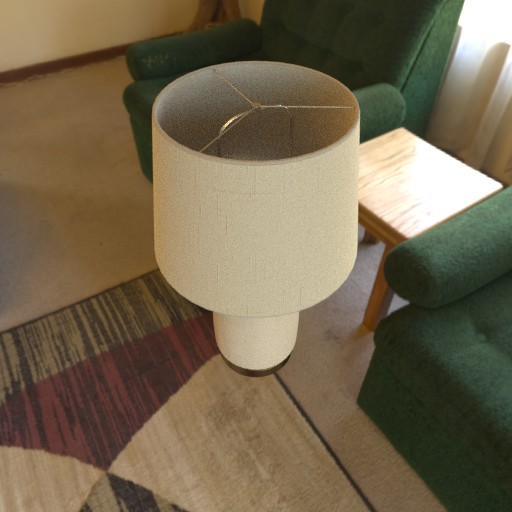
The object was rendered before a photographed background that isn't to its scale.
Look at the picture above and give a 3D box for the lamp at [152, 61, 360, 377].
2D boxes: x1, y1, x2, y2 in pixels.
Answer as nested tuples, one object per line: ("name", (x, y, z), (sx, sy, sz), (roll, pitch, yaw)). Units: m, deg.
("lamp", (0.000, 0.000, 0.661), (0.285, 0.483, 0.285), (0, 46, 0))
